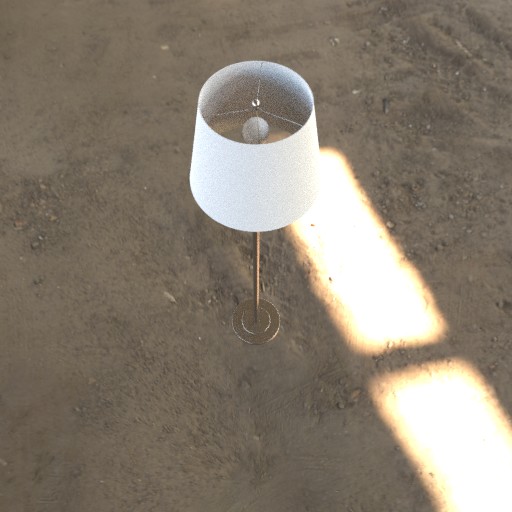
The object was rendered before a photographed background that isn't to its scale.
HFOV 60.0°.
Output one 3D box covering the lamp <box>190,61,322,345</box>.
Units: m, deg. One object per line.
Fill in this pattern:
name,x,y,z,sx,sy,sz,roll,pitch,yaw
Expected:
lamp,0.000,0.000,1.617,0.355,1.473,0.355,0,63,0
